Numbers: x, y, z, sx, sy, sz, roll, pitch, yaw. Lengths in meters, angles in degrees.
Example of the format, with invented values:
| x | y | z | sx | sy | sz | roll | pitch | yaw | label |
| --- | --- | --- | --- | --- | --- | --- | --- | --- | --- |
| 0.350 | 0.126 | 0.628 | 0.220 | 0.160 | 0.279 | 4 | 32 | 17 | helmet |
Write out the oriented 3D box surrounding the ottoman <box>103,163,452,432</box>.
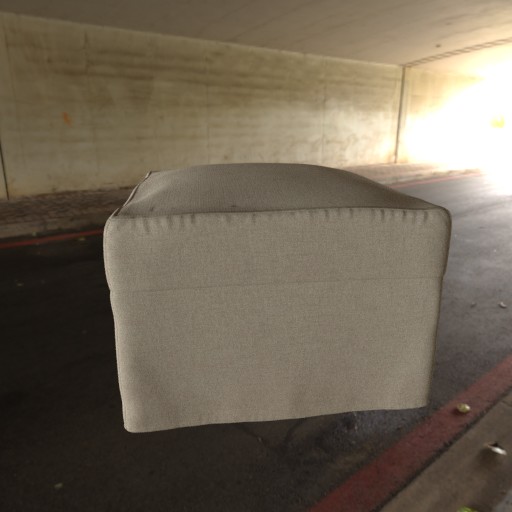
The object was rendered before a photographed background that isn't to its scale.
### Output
| x | y | z | sx | sy | sz | roll | pitch | yaw | label |
| --- | --- | --- | --- | --- | --- | --- | --- | --- | --- |
| 0.000 | 0.000 | 1.222 | 0.650 | 0.485 | 0.833 | -2 | 17 | -8 | ottoman |
